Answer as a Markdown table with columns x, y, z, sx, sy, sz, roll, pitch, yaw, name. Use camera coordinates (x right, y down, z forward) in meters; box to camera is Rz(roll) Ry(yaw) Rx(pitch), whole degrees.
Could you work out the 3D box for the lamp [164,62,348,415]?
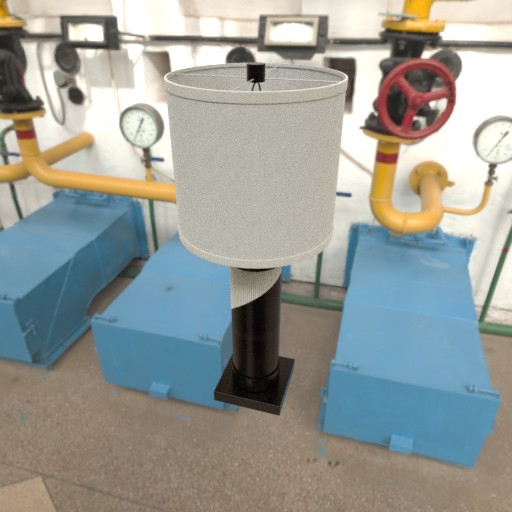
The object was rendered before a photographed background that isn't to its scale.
| x | y | z | sx | sy | sz | roll | pitch | yaw | name |
| --- | --- | --- | --- | --- | --- | --- | --- | --- | --- |
| 0.000 | 0.000 | 0.635 | 0.211 | 0.509 | 0.211 | 9 | 32 | 14 | lamp |
